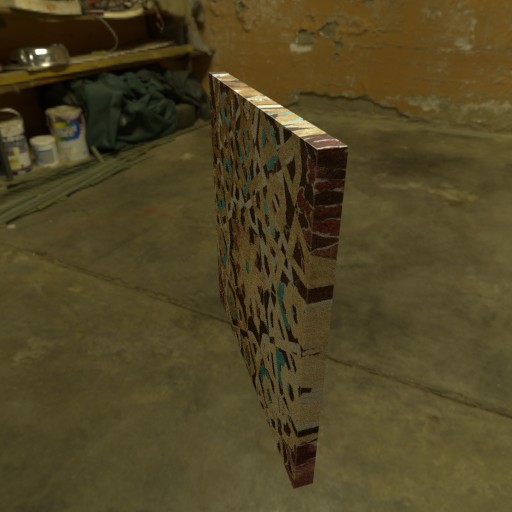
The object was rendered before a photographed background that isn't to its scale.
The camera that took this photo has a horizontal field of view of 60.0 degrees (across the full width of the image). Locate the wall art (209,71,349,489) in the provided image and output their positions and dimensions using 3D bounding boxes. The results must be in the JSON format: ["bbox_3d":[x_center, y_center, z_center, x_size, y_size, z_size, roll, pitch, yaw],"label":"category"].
[{"bbox_3d":[0.000,0.000,0.892,0.041,0.613,0.609,-8,31,-14],"label":"wall art"}]
